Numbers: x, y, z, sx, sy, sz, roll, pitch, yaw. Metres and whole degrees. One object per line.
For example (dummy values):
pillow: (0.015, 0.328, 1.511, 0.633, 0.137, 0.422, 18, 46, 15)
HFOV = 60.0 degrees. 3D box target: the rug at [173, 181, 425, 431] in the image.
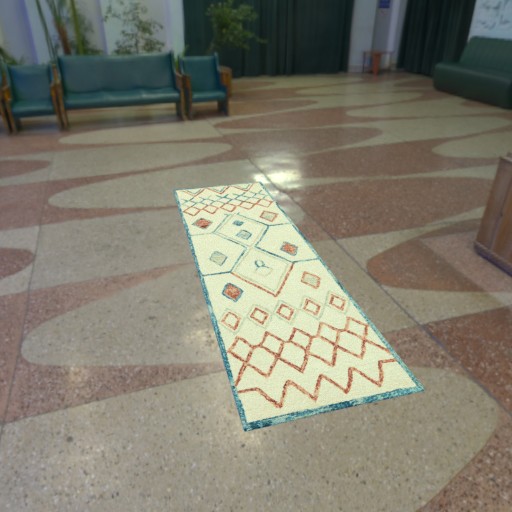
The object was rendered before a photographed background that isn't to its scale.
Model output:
rug: (0.000, 0.000, 2.711, 0.750, 0.011, 2.435, -8, 31, -13)
